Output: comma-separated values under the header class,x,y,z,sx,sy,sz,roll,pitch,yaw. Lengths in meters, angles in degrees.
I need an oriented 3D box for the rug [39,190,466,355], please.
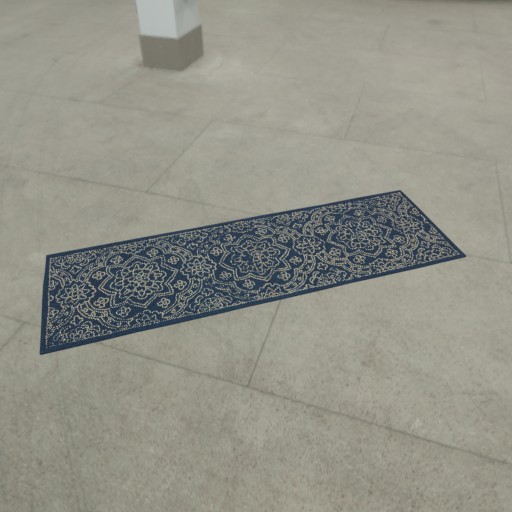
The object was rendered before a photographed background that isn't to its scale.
class,x,y,z,sx,sy,sz,roll,pitch,yaw
rug,0.000,0.000,2.694,2.448,0.012,0.769,-12,43,-13
